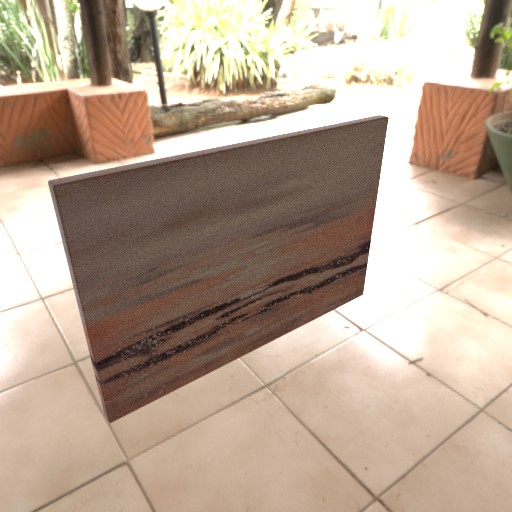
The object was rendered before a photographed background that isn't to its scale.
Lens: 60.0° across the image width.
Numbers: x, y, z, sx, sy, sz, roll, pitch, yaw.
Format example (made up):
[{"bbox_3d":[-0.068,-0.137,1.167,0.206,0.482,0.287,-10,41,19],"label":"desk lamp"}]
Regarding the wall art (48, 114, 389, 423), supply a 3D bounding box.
[{"bbox_3d":[0.000,0.000,1.174,0.913,0.609,0.038,-20,35,-31],"label":"wall art"}]
